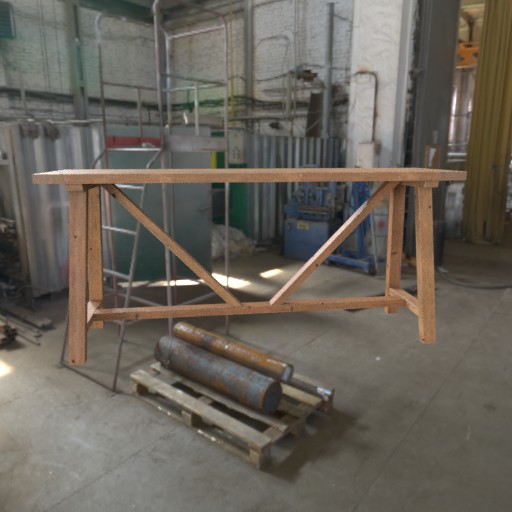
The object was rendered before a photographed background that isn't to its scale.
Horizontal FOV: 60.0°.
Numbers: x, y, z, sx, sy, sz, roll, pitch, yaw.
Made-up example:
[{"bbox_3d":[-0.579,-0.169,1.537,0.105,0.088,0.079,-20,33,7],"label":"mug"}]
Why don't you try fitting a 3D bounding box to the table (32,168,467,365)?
[{"bbox_3d":[0.000,0.000,2.137,1.800,0.810,0.465,-2,13,-8],"label":"table"}]
